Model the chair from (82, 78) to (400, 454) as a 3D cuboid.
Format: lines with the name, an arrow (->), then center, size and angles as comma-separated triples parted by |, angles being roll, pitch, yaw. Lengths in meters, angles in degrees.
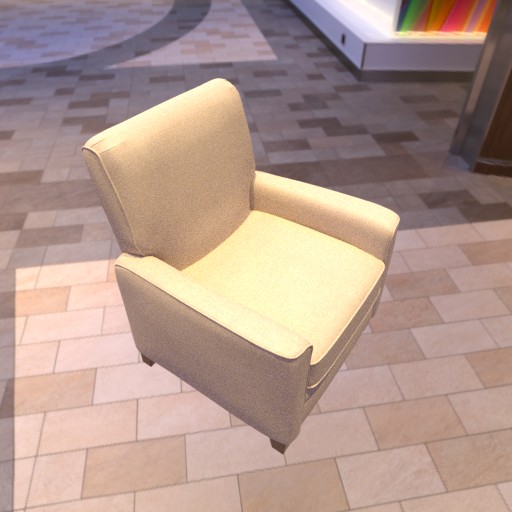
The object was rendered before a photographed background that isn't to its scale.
chair -> 0.000, 0.000, 1.673 | 0.858, 1.023, 0.841 | 24, 47, 25
